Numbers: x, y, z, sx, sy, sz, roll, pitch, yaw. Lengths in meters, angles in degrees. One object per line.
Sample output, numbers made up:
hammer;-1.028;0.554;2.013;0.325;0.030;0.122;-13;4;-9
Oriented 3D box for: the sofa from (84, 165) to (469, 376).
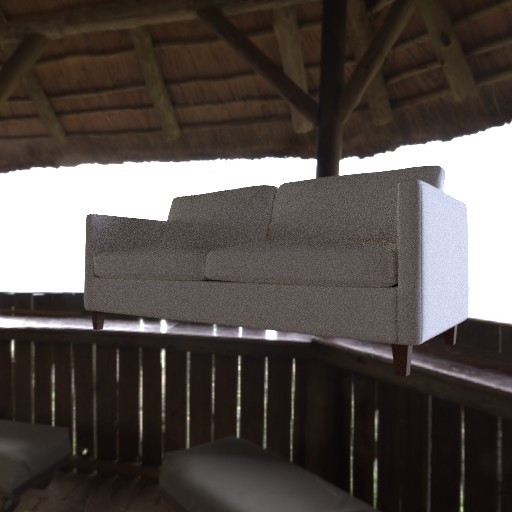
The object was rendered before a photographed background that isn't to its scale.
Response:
sofa;0.000;0.000;2.591;2.139;0.933;0.924;-1;-1;36
